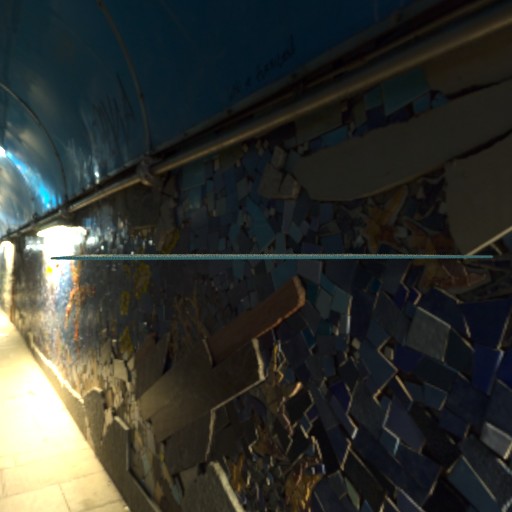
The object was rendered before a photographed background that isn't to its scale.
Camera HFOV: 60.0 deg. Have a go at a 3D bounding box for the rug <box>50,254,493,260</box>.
[{"bbox_3d":[0.000,0.000,2.852,2.213,0.013,1.594,0,1,-17],"label":"rug"}]
